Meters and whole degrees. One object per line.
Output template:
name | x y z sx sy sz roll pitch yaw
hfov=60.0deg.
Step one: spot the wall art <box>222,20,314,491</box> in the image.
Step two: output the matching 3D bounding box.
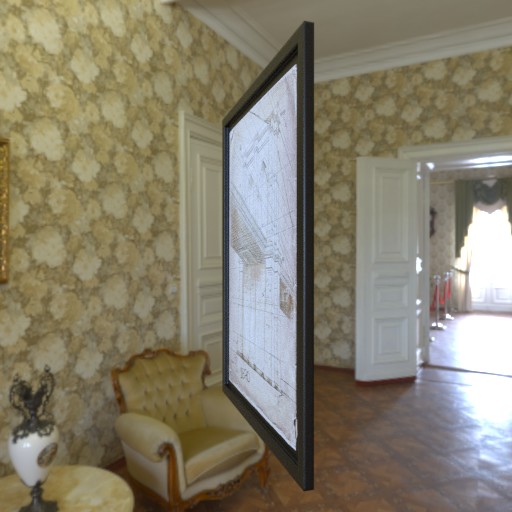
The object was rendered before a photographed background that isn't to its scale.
wall art | 0.000 0.000 0.849 0.016 0.657 0.480 0 0 -18
